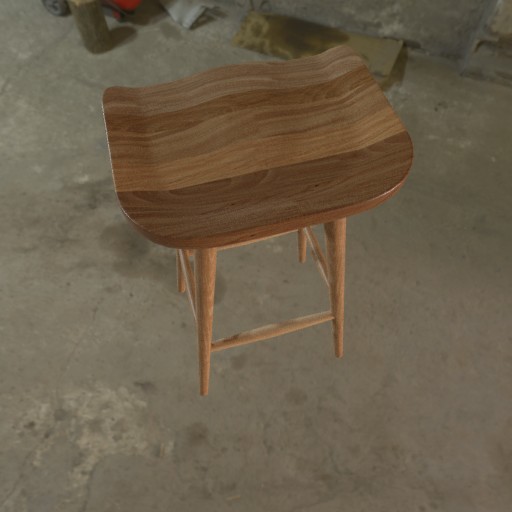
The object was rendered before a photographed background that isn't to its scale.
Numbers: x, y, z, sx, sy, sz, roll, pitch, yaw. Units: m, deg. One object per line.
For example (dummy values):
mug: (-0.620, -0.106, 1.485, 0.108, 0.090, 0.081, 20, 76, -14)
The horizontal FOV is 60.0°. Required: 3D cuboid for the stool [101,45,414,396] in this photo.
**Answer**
stool: (0.000, 0.000, 0.921, 0.407, 0.698, 0.322, -14, 60, -8)
